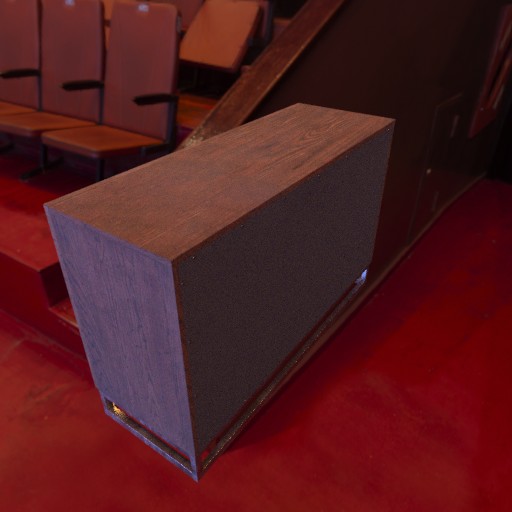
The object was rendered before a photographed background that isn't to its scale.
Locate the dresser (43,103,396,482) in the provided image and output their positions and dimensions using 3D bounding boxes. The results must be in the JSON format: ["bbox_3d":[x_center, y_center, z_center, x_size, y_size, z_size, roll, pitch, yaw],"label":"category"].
[{"bbox_3d":[0.000,0.000,2.182,0.623,1.061,1.646,21,38,29],"label":"dresser"}]
